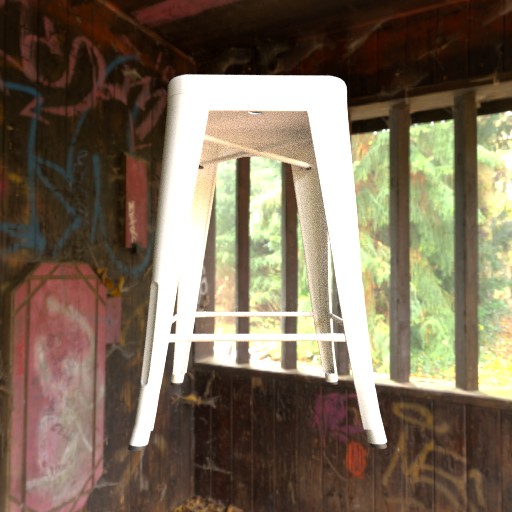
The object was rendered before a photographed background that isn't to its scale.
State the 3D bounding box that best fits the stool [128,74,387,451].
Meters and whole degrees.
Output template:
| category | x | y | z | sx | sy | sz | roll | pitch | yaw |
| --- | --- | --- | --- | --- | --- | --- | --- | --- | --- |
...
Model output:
| category | x | y | z | sx | sy | sz | roll | pitch | yaw |
| --- | --- | --- | --- | --- | --- | --- | --- | --- | --- |
| stool | 0.000 | 0.000 | 0.894 | 0.406 | 0.610 | 0.406 | 0 | -1 | -1 |
